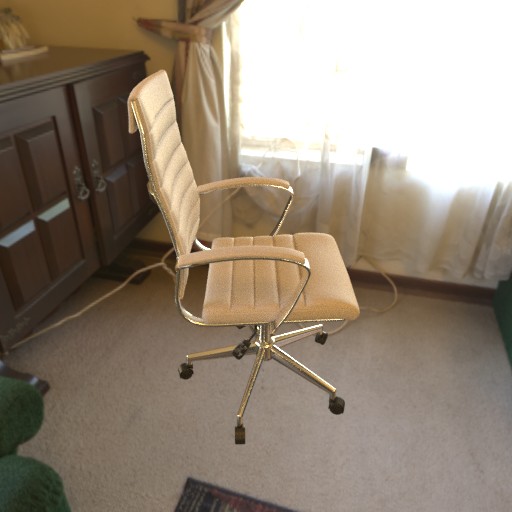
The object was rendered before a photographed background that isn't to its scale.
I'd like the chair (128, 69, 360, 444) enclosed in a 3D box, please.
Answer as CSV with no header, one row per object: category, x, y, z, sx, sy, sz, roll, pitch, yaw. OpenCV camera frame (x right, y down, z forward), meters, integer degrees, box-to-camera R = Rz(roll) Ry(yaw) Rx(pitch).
chair,0.000,0.000,1.543,0.667,1.149,0.679,0,31,-1
